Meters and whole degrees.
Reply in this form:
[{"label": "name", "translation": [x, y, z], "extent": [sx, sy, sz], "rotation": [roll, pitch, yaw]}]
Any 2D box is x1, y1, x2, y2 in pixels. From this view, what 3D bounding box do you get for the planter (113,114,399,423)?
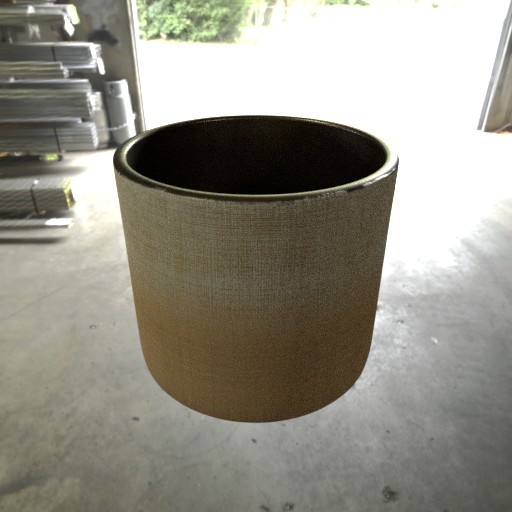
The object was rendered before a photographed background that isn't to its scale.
[{"label": "planter", "translation": [0.000, 0.000, 0.396], "extent": [0.221, 0.201, 0.221], "rotation": [0, 30, 0]}]
